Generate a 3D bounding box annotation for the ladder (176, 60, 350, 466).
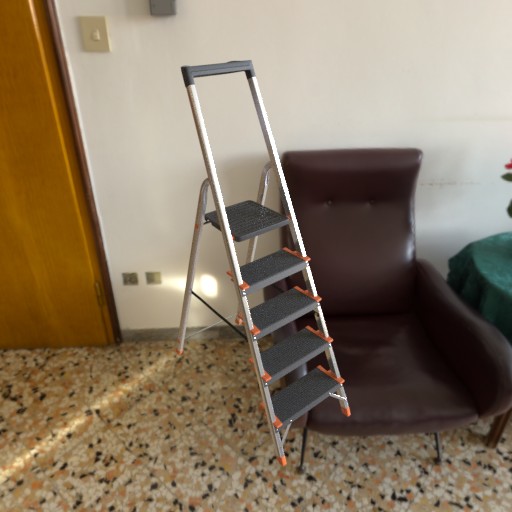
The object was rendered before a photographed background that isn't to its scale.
[{"bbox_3d":[0.000,0.000,2.105,0.480,1.646,0.995,-22,37,-33],"label":"ladder"}]
